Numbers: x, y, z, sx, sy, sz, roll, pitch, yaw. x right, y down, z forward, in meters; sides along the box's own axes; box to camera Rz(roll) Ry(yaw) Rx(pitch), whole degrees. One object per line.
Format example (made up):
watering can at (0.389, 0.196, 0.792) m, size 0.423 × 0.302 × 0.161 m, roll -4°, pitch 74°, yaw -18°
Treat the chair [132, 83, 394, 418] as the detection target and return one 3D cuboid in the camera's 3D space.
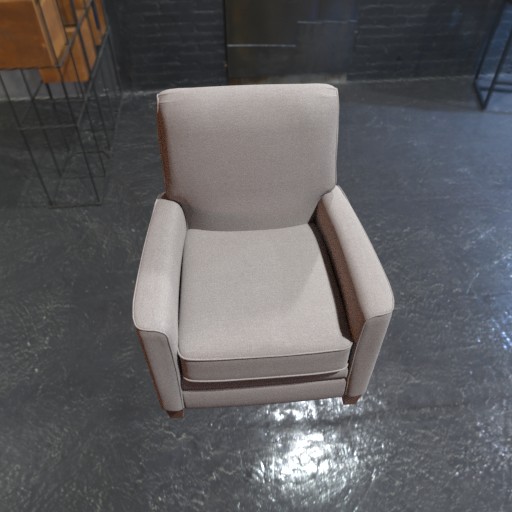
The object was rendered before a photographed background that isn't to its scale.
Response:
chair at (0.000, 0.000, 1.705) m, size 0.845 × 1.023 × 0.859 m, roll -3°, pitch 44°, yaw -4°
